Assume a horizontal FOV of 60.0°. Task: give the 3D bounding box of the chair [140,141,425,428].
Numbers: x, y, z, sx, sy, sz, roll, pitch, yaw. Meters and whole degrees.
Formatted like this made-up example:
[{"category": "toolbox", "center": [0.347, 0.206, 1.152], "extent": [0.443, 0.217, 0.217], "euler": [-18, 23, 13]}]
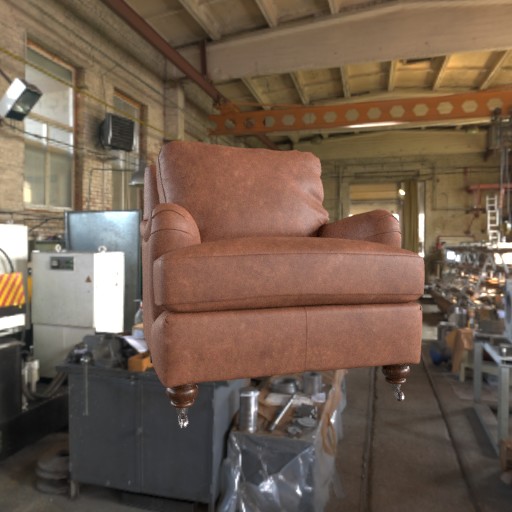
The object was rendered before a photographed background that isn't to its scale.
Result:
[{"category": "chair", "center": [0.000, 0.000, 1.982], "extent": [0.986, 1.055, 1.158], "euler": [0, 1, -18]}]
